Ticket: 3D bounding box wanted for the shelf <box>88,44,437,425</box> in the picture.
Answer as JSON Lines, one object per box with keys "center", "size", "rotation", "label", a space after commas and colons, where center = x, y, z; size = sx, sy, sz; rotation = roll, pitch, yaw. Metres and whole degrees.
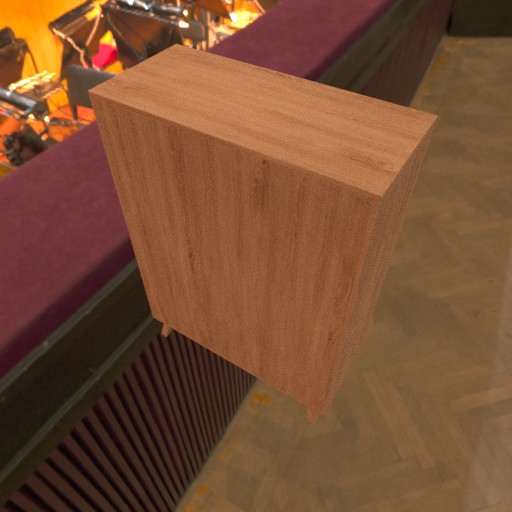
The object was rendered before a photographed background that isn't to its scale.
{"center": [0.000, 0.000, 1.881], "size": [1.000, 1.390, 0.450], "rotation": [25, 52, 22], "label": "shelf"}
